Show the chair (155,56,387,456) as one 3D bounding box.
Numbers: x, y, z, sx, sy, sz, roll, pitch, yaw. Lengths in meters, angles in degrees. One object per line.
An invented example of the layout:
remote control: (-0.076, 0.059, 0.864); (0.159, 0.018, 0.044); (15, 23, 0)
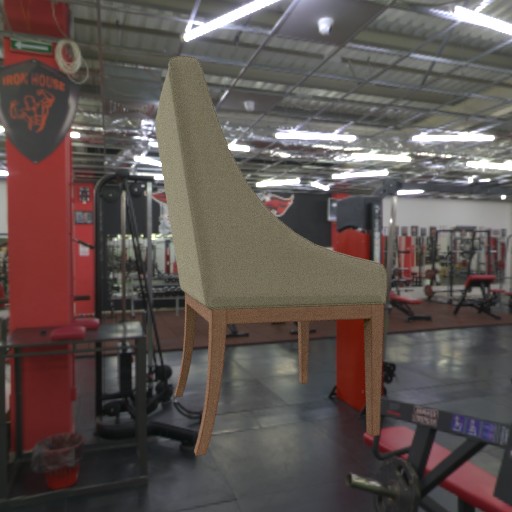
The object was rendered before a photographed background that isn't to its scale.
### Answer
chair: (0.000, 0.000, 1.441); (0.611, 1.021, 0.575); (0, 1, -17)
